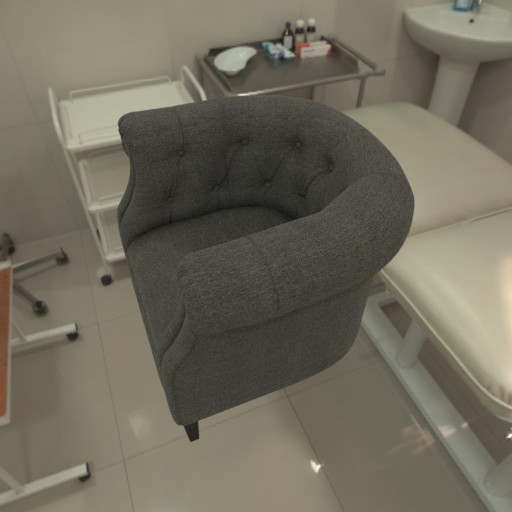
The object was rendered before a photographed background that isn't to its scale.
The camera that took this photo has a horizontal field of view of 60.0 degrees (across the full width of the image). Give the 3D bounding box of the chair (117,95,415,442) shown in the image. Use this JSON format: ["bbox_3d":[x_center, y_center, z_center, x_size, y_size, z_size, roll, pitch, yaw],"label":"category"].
[{"bbox_3d":[0.000,0.000,1.547,0.852,0.827,0.905,-16,48,-15],"label":"chair"}]
